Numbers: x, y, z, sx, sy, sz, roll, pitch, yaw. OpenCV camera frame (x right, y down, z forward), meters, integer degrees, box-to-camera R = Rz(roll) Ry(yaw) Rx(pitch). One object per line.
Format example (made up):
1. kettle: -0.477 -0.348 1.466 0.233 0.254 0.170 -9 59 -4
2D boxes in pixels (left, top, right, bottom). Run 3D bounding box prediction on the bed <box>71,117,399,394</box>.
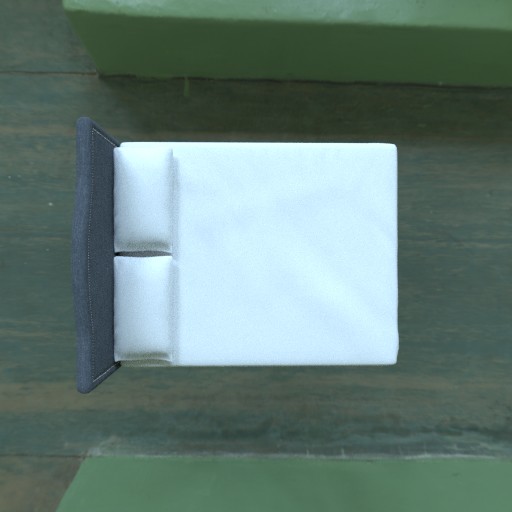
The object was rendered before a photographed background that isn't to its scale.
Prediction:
1. bed: 0.000 0.000 3.928 2.689 1.457 2.161 0 90 -1
